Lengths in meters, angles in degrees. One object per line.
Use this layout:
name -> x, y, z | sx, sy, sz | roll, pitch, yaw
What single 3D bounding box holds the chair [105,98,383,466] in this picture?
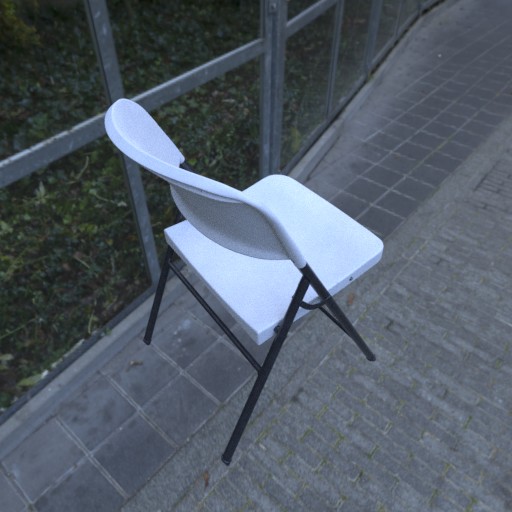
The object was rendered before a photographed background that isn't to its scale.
chair -> 0.000, 0.000, 1.122 | 0.566, 0.810, 0.494 | -26, 48, -26
